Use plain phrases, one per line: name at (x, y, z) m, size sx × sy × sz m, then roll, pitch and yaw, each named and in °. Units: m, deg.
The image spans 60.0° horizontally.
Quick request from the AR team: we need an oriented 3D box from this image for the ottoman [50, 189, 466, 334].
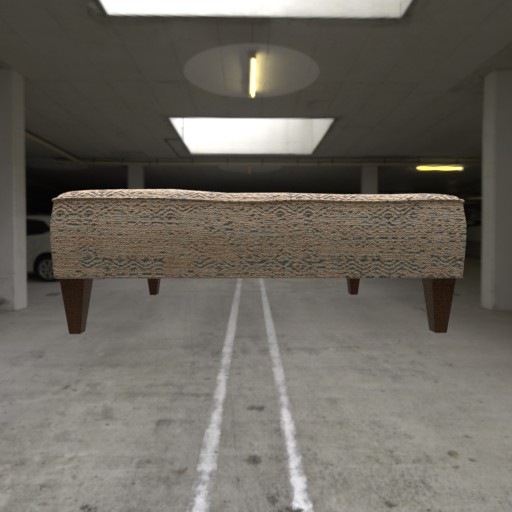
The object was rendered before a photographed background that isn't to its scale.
ottoman at (0.000, 0.000, 1.522) m, size 0.968 × 0.356 × 1.004 m, roll 0°, pitch 1°, yaw -1°
